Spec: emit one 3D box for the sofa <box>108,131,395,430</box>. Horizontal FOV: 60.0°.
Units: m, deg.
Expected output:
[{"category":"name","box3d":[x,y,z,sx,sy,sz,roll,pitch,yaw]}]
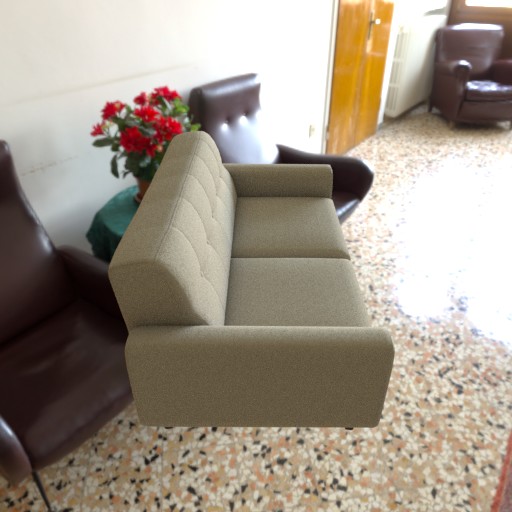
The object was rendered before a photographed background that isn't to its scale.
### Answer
[{"category":"sofa","box3d":[0.000,0.000,2.256,0.980,0.892,1.655,0,33,0]}]
